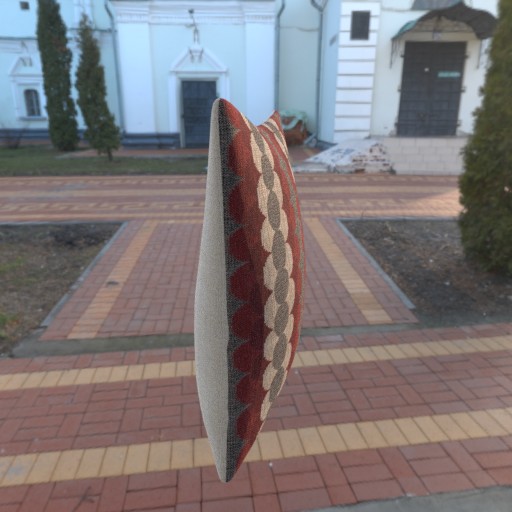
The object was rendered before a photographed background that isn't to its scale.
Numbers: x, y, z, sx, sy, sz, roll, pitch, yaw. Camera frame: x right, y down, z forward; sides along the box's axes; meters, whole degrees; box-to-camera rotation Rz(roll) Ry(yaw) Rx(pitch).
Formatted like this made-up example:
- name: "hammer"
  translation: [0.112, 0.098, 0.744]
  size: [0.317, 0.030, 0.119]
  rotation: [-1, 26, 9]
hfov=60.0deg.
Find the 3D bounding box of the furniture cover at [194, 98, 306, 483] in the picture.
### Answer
- name: "furniture cover"
  translation: [0.000, 0.000, 0.648]
  size: [0.145, 0.420, 0.435]
  rotation: [3, 18, 9]
